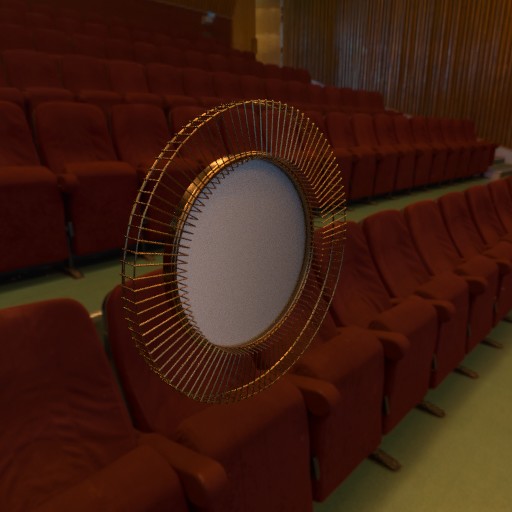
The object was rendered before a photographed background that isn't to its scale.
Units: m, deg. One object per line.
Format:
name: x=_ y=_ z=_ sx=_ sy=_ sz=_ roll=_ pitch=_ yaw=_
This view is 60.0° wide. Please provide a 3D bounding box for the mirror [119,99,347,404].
mirror: x=0.000 y=0.000 z=1.058 sx=0.067 sy=0.703 sz=0.703 roll=14 pitch=21 yaw=41
